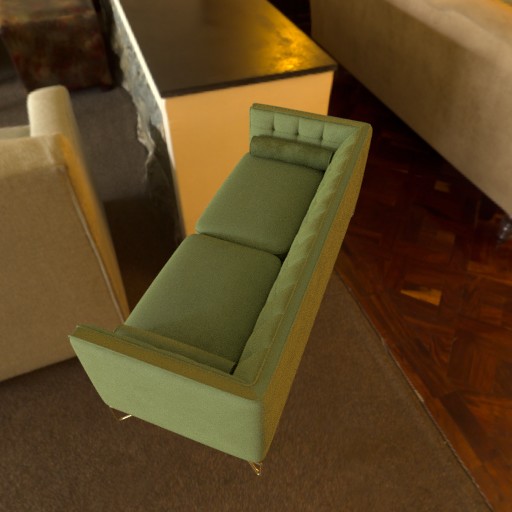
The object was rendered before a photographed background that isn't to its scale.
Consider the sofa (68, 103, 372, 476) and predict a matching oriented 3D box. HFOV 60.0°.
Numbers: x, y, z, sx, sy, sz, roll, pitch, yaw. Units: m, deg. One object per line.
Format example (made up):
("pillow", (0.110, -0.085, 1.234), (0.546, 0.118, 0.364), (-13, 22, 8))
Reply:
("sofa", (0.000, 0.000, 2.596), (0.867, 0.789, 2.087), (16, 48, 14))
